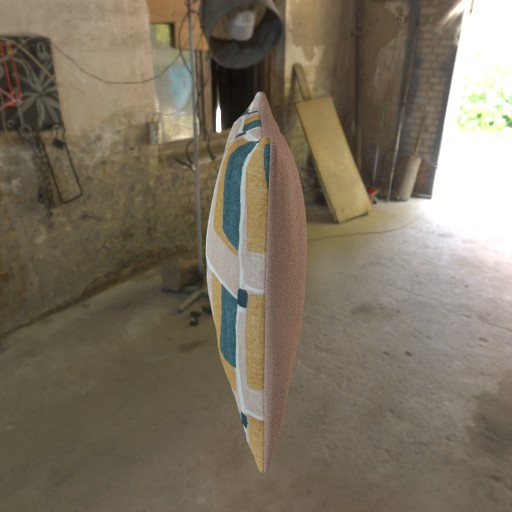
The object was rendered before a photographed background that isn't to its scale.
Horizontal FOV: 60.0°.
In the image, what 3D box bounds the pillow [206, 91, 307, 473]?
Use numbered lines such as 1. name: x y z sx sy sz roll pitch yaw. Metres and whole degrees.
1. pillow: 0.000 0.000 0.746 0.158 0.479 0.478 0 26 0
